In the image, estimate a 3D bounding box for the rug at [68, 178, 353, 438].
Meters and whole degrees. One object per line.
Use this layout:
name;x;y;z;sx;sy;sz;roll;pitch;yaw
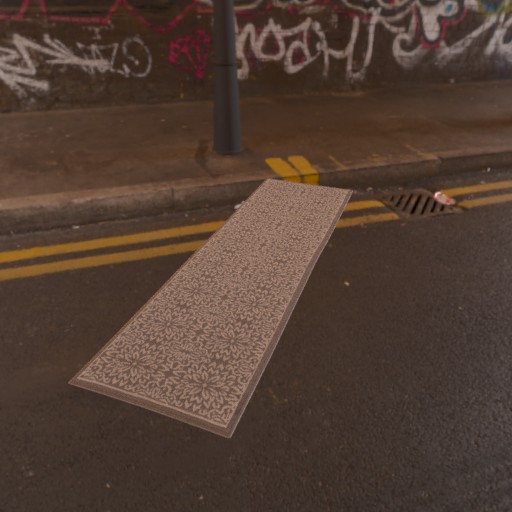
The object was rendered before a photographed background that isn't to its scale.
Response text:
rug;0.000;0.000;2.426;0.662;0.011;2.196;11;33;18
